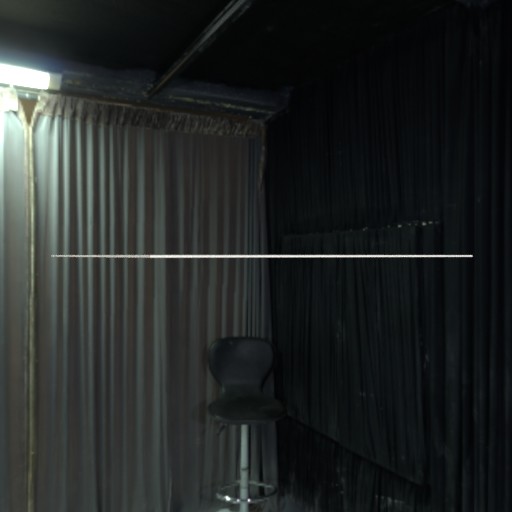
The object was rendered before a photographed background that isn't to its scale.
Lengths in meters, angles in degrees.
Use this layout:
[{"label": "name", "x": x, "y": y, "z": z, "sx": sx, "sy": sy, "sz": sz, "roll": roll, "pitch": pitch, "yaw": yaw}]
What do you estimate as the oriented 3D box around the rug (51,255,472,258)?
[{"label": "rug", "x": 0.000, "y": 0.000, "z": 4.097, "sx": 3.046, "sy": 0.015, "sz": 2.446, "roll": 0, "pitch": 0, "yaw": -35}]
